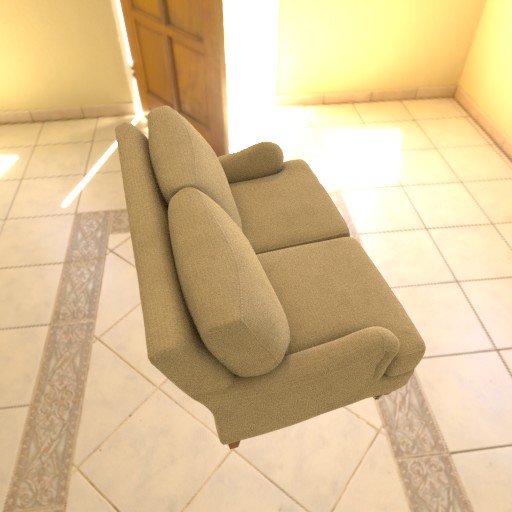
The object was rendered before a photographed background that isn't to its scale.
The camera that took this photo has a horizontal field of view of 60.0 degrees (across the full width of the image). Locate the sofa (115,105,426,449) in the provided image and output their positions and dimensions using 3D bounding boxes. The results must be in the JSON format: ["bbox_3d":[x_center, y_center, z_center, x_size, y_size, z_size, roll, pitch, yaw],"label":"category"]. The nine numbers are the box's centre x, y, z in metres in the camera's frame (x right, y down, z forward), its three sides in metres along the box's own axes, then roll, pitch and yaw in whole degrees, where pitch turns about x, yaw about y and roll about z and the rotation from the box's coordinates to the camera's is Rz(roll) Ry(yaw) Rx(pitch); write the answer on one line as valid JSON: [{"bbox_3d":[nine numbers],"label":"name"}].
[{"bbox_3d":[0.000,0.000,2.181,1.087,0.999,1.480,-12,47,-11],"label":"sofa"}]
